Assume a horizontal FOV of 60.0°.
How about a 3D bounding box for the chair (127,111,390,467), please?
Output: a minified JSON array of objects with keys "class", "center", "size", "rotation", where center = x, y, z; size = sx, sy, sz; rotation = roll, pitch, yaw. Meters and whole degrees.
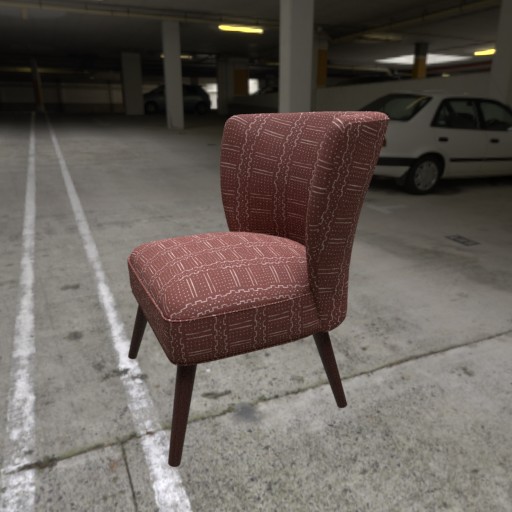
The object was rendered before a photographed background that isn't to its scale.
[{"class":"chair","center":[0.000,0.000,1.395],"size":[0.758,0.866,0.706],"rotation":[-8,19,-24]}]
